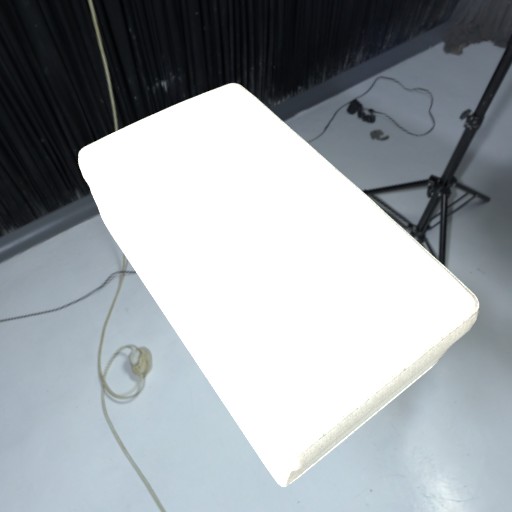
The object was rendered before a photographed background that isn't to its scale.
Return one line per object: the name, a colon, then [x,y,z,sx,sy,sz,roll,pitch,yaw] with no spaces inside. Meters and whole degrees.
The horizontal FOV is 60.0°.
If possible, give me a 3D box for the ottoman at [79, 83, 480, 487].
ottoman: [0.000,0.000,1.359,0.617,0.448,1.097,-31,62,-19]
